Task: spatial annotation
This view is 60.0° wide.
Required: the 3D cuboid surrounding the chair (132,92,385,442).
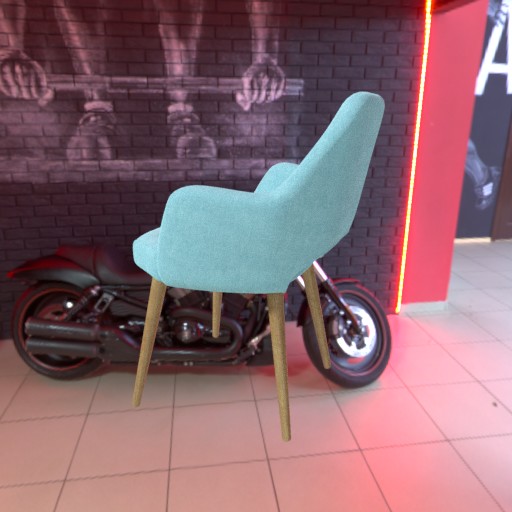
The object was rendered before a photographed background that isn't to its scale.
[{"bbox_3d":[0.000,0.000,1.231,0.610,0.840,0.590,8,19,23],"label":"chair"}]
